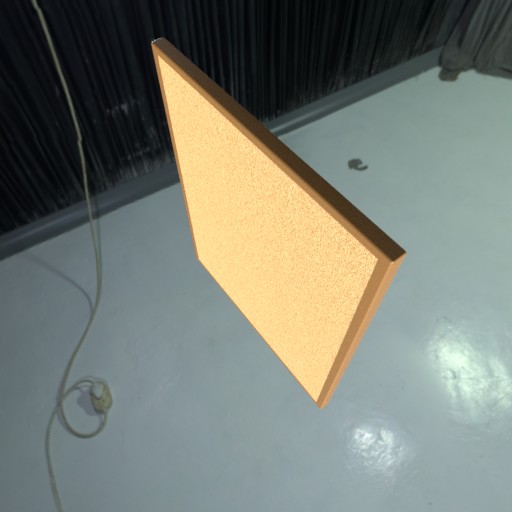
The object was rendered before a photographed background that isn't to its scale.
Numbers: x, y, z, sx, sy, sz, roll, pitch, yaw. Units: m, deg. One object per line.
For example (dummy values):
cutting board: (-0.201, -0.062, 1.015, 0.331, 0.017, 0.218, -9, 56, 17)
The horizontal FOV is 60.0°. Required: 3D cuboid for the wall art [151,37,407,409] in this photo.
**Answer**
wall art: (0.000, 0.000, 0.514, 0.015, 0.379, 0.310, -33, 63, -19)
